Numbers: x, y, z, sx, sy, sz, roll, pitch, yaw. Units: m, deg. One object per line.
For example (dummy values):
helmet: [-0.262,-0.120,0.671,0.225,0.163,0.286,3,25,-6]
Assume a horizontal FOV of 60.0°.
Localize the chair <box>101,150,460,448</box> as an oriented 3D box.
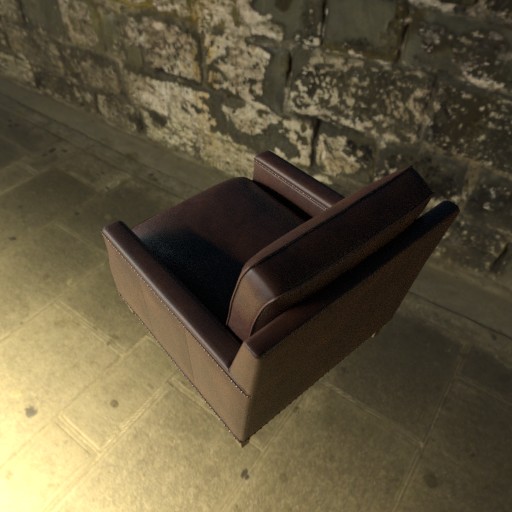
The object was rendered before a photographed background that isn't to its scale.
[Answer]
chair: [0.000,0.000,1.715,0.853,0.929,1.014,-31,53,-27]
